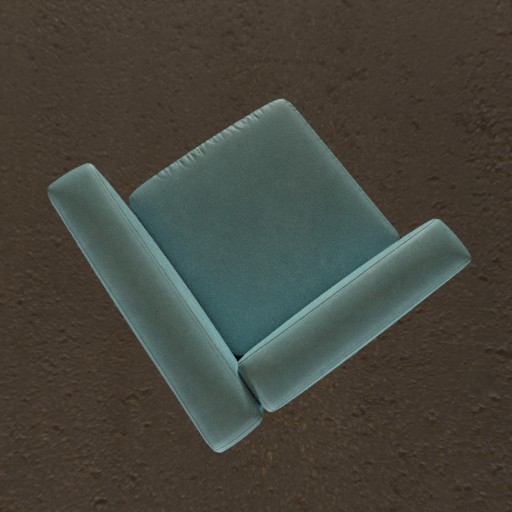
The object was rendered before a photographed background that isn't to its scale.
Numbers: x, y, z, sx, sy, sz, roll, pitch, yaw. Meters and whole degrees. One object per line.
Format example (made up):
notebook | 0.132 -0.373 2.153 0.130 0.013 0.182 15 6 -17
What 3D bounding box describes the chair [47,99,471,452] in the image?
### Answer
chair | 0.000 0.000 1.222 0.680 0.660 0.680 -35 79 -8
